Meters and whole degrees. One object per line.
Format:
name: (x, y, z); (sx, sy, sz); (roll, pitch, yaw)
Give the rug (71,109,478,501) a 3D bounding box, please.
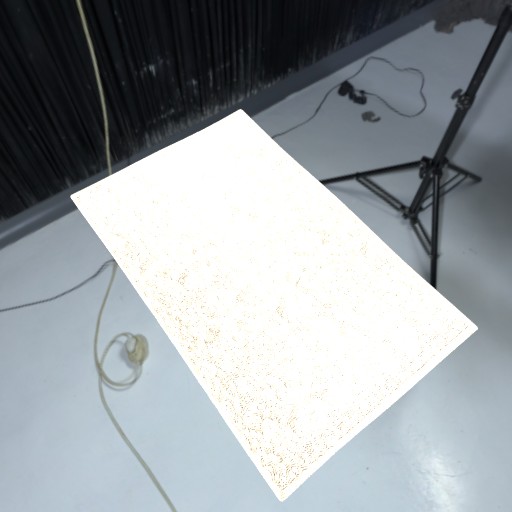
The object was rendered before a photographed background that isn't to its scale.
rug: (0.000, 0.000, 2.938); (1.529, 0.012, 2.435); (-33, 64, -18)
